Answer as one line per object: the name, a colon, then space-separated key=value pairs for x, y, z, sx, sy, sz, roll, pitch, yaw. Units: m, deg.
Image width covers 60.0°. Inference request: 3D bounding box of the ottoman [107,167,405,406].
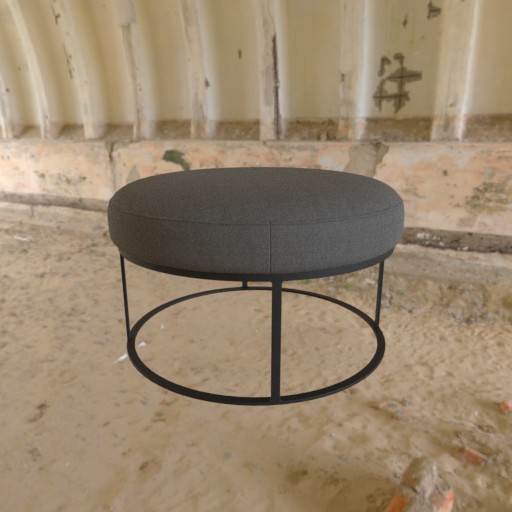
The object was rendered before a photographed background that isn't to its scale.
ottoman: x=0.000 y=0.000 z=1.238 sx=0.772 sy=0.460 sz=0.772 roll=0 pitch=16 yaw=0
